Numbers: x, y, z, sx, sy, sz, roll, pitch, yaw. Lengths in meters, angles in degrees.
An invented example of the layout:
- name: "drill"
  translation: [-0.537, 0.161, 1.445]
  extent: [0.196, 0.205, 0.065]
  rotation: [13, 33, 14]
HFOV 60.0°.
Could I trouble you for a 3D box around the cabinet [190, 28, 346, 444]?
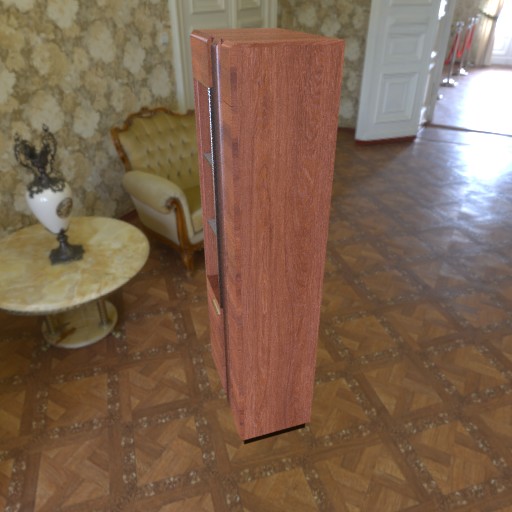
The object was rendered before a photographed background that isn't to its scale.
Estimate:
- name: "cabinet"
  translation: [0.000, 0.000, 2.208]
  extent: [0.420, 1.980, 0.660]
  rotation: [-9, 32, -15]
